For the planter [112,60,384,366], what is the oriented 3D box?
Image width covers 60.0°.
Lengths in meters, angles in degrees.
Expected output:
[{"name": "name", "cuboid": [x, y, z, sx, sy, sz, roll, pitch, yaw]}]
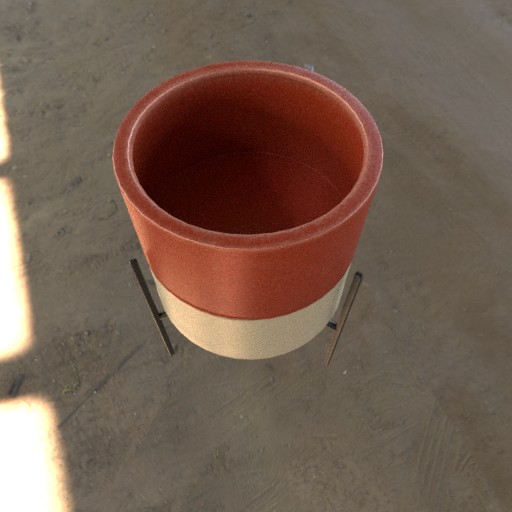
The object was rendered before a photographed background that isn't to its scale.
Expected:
[{"name": "planter", "cuboid": [0.000, 0.000, 0.528, 0.251, 0.354, 0.235, 30, 61, 18]}]
